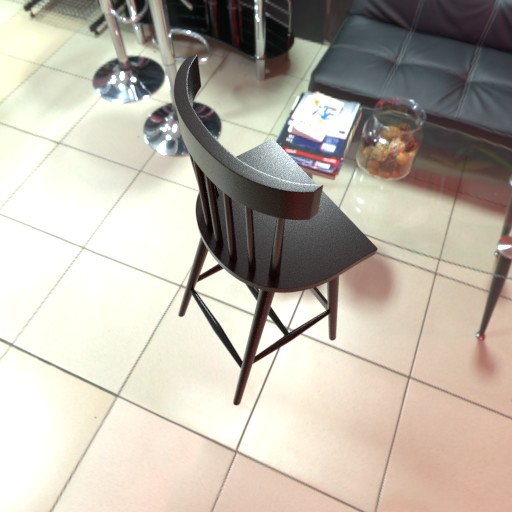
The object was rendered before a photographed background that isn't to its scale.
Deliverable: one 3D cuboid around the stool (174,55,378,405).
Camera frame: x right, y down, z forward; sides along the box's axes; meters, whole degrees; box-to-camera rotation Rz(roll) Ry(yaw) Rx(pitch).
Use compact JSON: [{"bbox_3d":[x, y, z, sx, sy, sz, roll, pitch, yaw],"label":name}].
[{"bbox_3d":[0.000,0.000,1.333,0.483,1.092,0.482,-30,63,-17],"label":"stool"}]
